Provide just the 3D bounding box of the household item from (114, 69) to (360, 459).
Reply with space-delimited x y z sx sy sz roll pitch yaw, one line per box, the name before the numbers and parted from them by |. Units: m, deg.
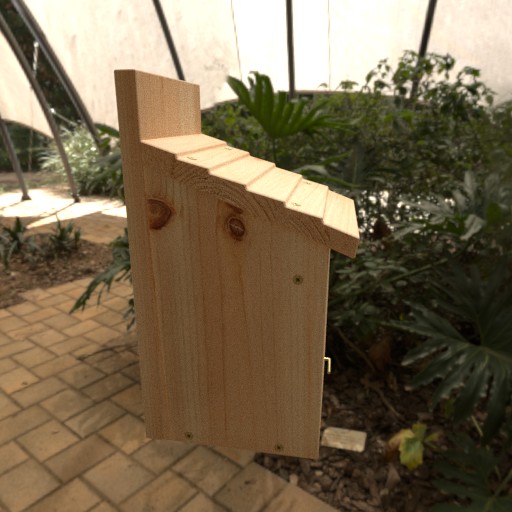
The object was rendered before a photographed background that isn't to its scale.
household item | 0.000 0.000 0.399 0.171 0.300 0.149 3 17 10
